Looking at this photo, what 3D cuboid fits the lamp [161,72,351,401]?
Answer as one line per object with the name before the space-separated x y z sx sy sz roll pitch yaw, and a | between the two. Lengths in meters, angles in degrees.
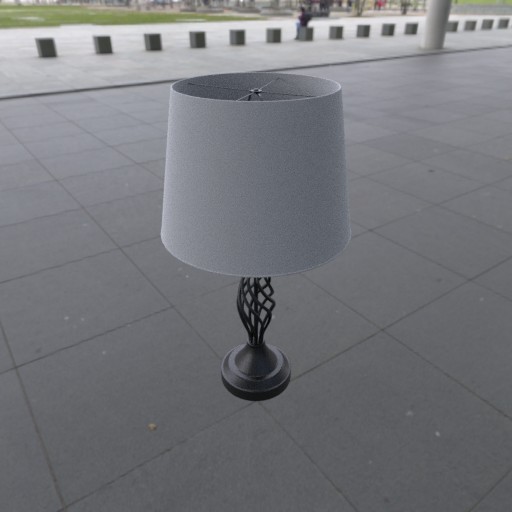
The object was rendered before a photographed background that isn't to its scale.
lamp | 0.000 0.000 0.813 0.331 0.594 0.331 0 30 0
